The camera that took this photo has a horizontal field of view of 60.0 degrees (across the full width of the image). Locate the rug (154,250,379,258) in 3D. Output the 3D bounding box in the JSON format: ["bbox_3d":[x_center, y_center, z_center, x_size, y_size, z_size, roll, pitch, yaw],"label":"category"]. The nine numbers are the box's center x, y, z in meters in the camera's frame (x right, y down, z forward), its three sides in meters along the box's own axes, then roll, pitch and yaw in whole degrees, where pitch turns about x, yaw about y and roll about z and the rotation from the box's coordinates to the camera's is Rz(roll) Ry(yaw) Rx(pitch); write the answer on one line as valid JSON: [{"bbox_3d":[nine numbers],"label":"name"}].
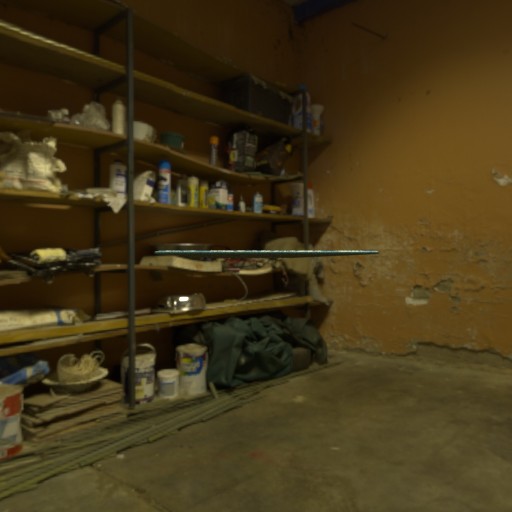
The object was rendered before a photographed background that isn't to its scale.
[{"bbox_3d":[0.000,0.000,2.394,0.662,0.011,2.196,0,-1,-2],"label":"rug"}]
